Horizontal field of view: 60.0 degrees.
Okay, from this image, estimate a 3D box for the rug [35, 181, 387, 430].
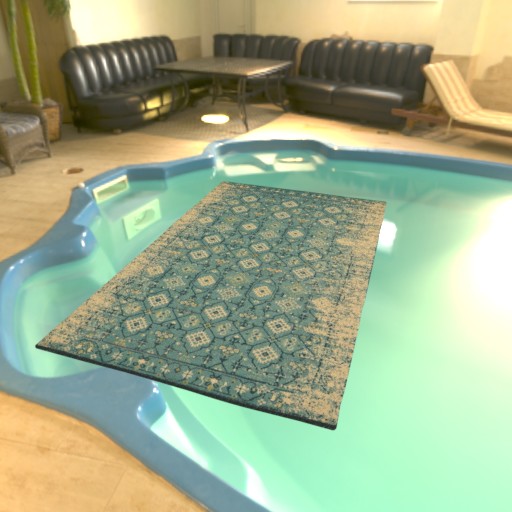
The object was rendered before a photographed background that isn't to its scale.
[{"bbox_3d":[0.000,0.000,2.999,1.530,0.015,2.449,10,32,16],"label":"rug"}]
